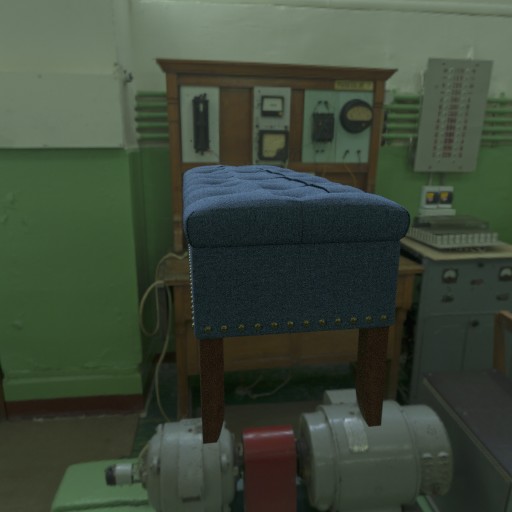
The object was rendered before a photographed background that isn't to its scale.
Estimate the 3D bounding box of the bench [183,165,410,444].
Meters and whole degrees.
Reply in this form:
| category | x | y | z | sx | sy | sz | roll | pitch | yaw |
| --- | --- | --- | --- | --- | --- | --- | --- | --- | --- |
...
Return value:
| category | x | y | z | sx | sy | sz | roll | pitch | yaw |
| --- | --- | --- | --- | --- | --- | --- | --- | --- | --- |
| bench | 0.000 | 0.000 | 1.326 | 0.417 | 0.492 | 1.052 | -2 | 15 | -9 |
